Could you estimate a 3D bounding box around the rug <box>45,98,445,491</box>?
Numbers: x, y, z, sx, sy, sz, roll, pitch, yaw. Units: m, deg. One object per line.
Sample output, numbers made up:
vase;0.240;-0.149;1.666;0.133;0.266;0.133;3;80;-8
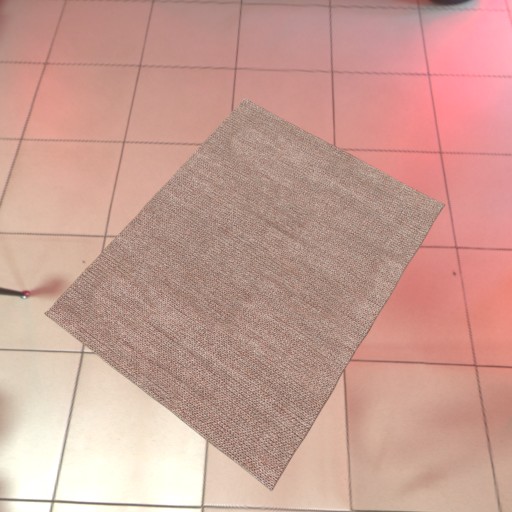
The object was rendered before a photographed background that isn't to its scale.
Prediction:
rug;0.000;0.000;4.125;2.429;0.030;3.052;32;69;14
